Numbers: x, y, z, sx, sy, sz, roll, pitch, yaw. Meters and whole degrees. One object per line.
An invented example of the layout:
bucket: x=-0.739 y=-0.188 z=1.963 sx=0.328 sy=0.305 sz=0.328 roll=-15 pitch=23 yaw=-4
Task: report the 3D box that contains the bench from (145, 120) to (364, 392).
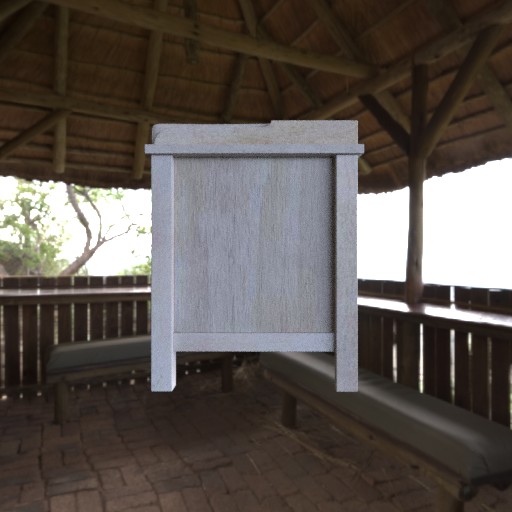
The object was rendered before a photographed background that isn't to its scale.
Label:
bench: x=0.000 y=0.000 z=1.375 sx=0.398 sy=0.501 sz=1.140 roll=0 pitch=0 yaw=0
